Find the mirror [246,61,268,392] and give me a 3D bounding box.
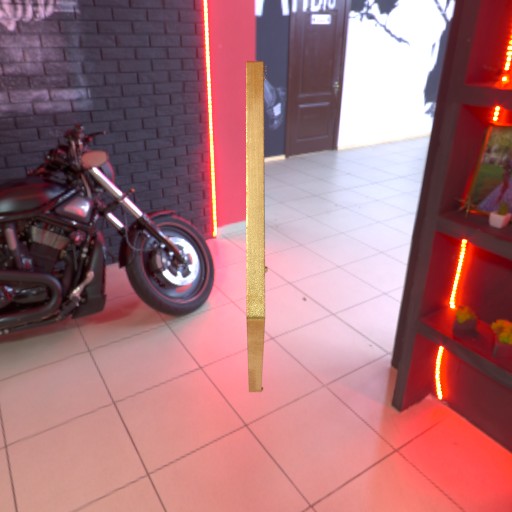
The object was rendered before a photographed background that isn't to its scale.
[{"bbox_3d":[0.000,0.000,0.844,0.032,0.679,0.419,0,26,0],"label":"mirror"}]
